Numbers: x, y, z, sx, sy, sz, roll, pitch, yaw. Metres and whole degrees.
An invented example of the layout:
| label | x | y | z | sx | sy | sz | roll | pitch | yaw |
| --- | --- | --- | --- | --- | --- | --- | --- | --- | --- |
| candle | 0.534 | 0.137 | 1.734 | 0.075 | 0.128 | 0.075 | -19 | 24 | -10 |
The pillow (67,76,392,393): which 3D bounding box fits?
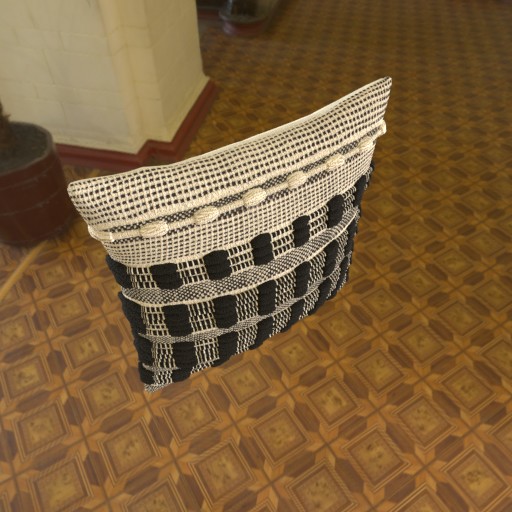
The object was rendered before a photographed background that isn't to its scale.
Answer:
| label | x | y | z | sx | sy | sz | roll | pitch | yaw |
| --- | --- | --- | --- | --- | --- | --- | --- | --- | --- |
| pillow | 0.000 | 0.000 | 0.663 | 0.436 | 0.438 | 0.156 | -25 | 52 | -22 |
